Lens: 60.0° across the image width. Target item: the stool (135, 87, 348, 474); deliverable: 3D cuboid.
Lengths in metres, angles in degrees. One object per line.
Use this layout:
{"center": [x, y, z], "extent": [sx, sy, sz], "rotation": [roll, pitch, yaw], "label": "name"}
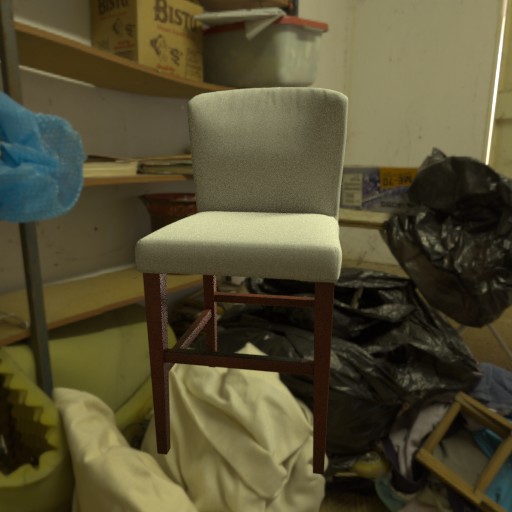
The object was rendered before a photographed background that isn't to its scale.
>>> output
{"center": [0.000, 0.000, 1.260], "extent": [0.479, 0.968, 0.568], "rotation": [2, 14, 10], "label": "stool"}
